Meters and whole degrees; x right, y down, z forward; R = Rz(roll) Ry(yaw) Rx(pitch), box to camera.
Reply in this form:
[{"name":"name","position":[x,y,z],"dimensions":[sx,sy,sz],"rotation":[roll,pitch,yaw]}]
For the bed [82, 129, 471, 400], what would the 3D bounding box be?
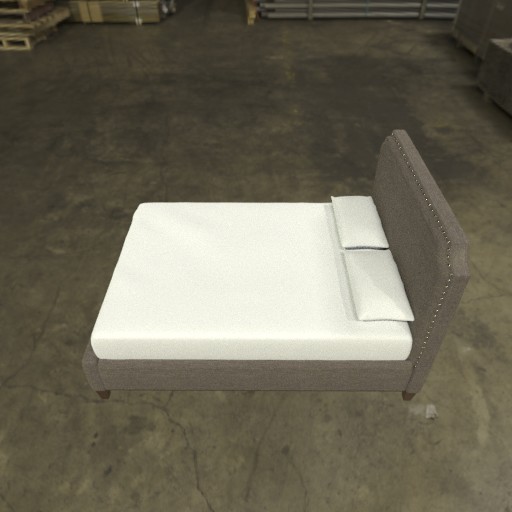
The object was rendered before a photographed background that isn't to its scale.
[{"name":"bed","position":[0.000,0.000,3.473],"dimensions":[2.381,1.457,1.713],"rotation":[0,41,0]}]
